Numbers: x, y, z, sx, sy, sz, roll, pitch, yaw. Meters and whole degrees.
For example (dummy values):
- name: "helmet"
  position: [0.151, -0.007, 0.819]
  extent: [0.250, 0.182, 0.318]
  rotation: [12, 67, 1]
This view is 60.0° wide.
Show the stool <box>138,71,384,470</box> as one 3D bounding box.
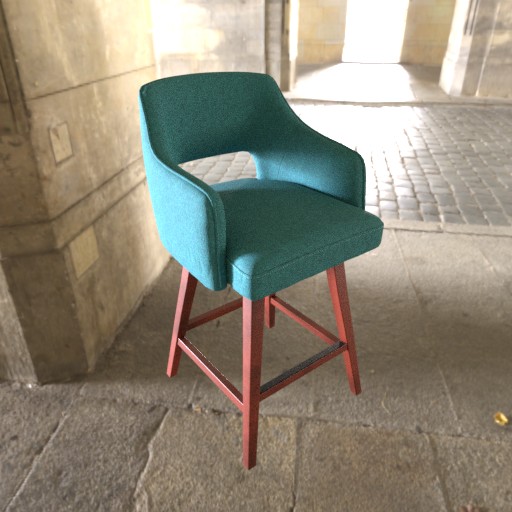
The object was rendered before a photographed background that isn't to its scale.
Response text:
- name: "stool"
  position: [0.000, 0.000, 1.309]
  extent: [0.548, 0.961, 0.556]
  rotation: [-20, 35, -33]
